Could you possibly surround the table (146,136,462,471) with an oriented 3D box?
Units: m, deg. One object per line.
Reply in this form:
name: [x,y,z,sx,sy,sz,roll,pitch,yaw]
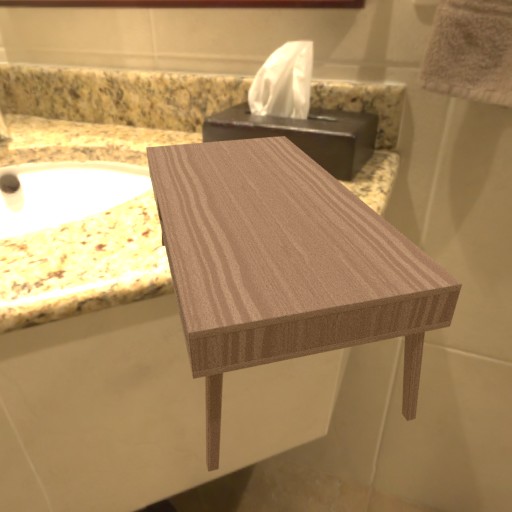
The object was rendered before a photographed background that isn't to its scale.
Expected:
table: [0.000,0.000,1.508,0.600,0.450,1.200,-8,32,-13]
